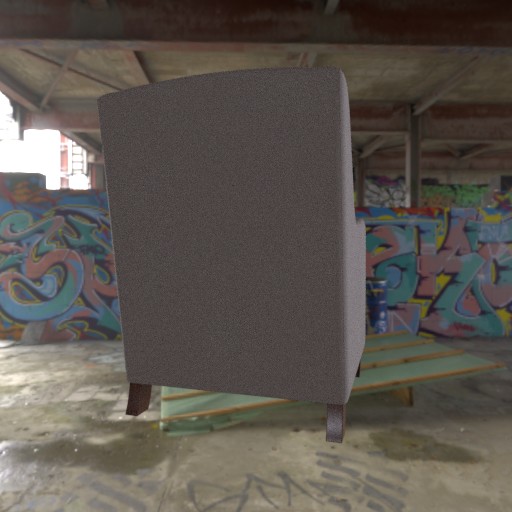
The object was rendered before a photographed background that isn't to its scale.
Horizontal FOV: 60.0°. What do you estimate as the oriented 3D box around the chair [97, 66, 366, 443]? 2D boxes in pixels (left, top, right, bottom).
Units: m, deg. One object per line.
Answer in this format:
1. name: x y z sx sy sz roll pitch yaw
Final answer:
1. chair: 0.000 0.000 1.592 0.715 1.010 0.863 0 1 18
